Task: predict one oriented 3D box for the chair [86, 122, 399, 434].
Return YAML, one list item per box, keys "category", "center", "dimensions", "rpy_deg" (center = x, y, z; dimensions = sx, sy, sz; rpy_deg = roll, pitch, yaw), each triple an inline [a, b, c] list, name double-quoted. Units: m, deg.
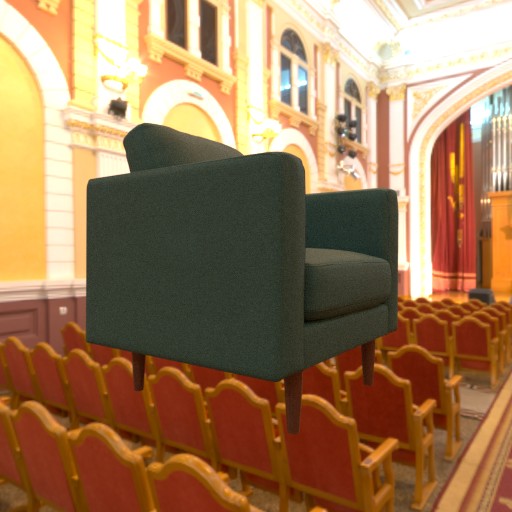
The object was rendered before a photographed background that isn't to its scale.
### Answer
- category: "chair"
  center: [0.000, 0.000, 1.564]
  dimensions: [0.800, 0.927, 0.855]
  rpy_deg: [0, 0, 36]
